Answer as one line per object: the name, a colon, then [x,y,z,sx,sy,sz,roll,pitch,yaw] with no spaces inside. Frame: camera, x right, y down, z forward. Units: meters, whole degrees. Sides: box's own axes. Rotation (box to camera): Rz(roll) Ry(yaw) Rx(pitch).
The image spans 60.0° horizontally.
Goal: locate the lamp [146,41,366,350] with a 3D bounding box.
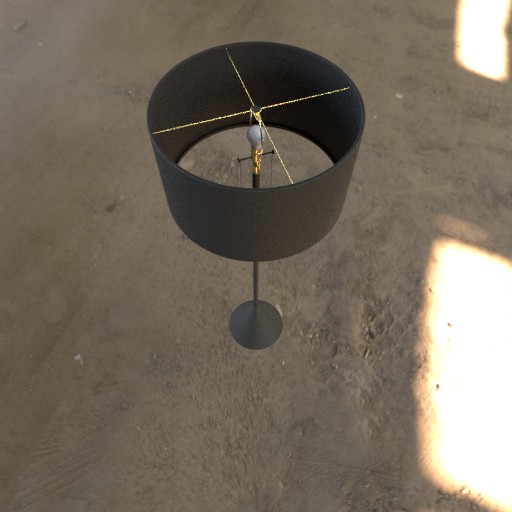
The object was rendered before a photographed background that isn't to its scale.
lamp: [0.000,0.000,1.827,0.580,1.526,0.580,-16,60,-10]
